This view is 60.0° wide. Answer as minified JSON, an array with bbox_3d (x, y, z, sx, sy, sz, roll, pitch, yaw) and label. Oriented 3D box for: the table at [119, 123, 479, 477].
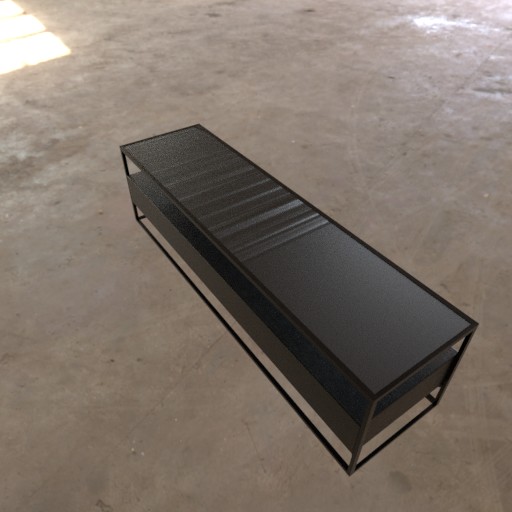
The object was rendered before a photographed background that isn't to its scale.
[{"bbox_3d":[0.000,0.000,1.667,0.399,0.395,1.486,-25,47,-26],"label":"table"}]
